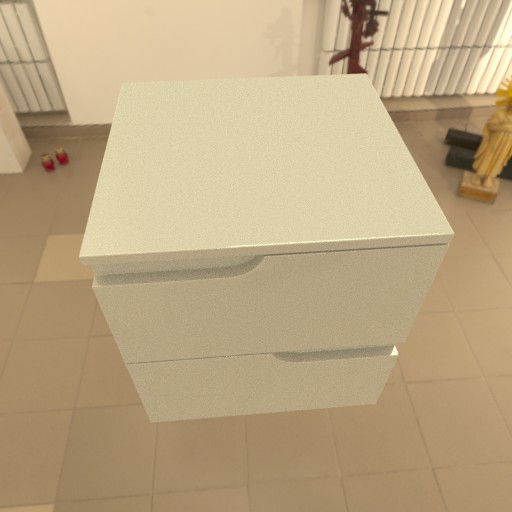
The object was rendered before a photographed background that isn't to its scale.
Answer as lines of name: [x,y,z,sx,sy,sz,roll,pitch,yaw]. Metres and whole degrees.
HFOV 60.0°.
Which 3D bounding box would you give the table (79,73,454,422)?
table: [0.000,0.000,0.800,0.420,0.470,0.400,-4,48,-3]
